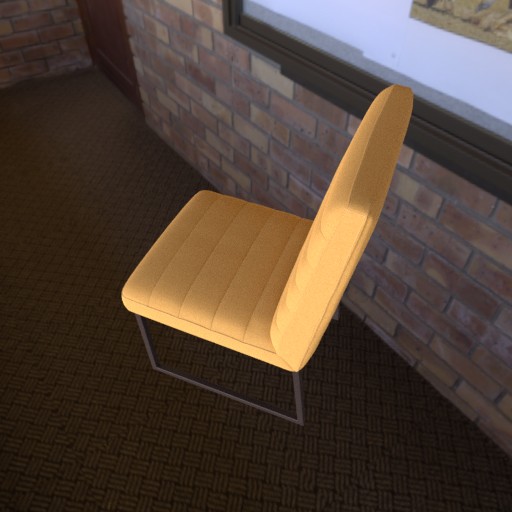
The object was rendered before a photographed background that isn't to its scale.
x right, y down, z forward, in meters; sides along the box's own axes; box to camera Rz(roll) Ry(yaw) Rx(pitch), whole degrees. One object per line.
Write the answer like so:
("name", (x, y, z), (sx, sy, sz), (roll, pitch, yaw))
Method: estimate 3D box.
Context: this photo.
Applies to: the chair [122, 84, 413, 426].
("chair", (0.000, 0.000, 1.298), (0.634, 0.930, 0.520), (16, 48, 15))
